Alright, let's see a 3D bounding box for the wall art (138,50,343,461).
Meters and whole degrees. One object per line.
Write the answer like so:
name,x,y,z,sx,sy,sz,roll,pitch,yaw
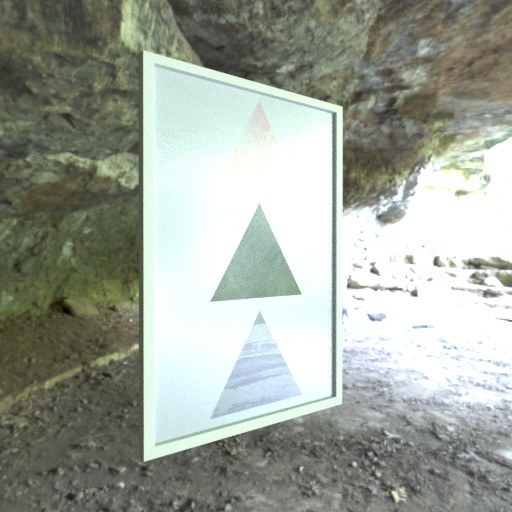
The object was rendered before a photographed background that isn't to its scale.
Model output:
wall art,0.000,0.000,0.561,0.303,0.433,0.013,0,0,-36
